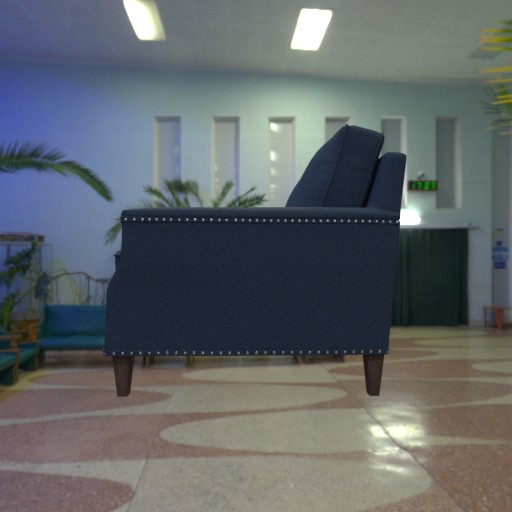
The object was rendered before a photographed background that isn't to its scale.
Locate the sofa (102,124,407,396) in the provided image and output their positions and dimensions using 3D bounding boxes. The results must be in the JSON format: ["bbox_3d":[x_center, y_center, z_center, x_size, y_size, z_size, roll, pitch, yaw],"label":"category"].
[{"bbox_3d":[0.000,0.000,2.305,1.084,1.003,1.597,0,-1,-1],"label":"sofa"}]
